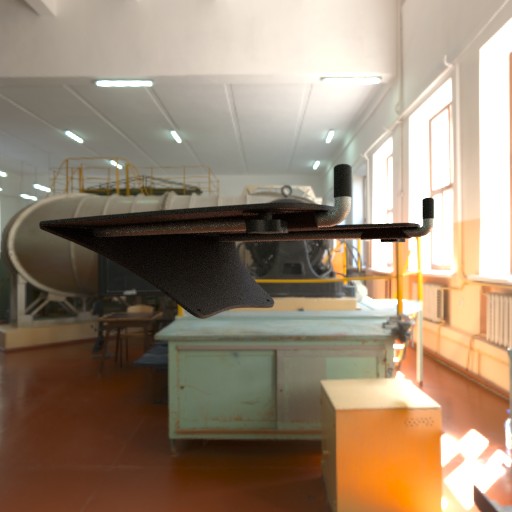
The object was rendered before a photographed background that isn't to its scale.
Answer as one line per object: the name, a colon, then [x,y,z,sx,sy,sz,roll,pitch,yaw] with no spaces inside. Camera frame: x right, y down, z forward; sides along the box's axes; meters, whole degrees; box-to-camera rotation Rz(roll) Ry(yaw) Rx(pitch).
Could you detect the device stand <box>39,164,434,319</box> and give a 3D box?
device stand: [0.000,0.000,0.351,0.230,0.092,0.230,0,0,36]
